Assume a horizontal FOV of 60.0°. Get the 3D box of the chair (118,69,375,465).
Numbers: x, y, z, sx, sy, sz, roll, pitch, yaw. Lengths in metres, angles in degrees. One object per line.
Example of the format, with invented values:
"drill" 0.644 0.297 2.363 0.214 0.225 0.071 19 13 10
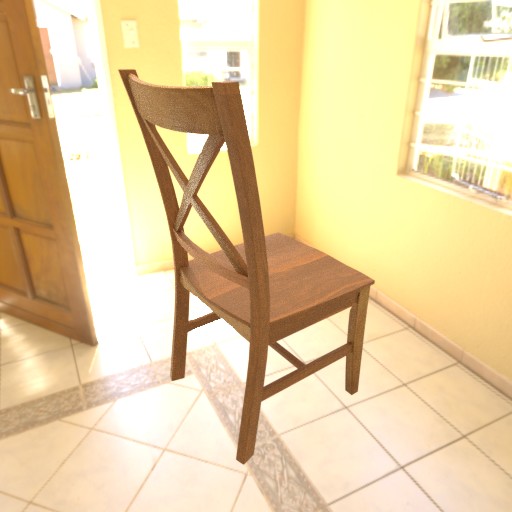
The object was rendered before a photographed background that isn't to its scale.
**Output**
"chair" 0.000 0.000 1.270 0.542 0.983 0.485 -18 31 -32
